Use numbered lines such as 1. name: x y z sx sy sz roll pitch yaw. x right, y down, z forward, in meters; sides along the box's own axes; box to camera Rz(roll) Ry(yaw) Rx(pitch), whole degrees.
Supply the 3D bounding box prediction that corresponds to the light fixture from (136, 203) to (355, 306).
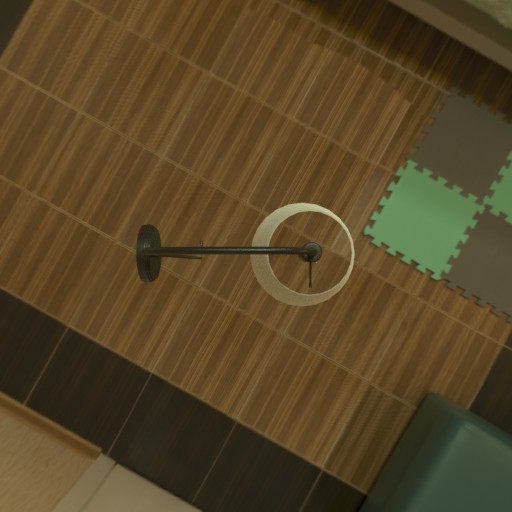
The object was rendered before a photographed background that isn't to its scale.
1. light fixture: 0.000 0.000 0.473 0.176 0.399 0.092 0 89 1
